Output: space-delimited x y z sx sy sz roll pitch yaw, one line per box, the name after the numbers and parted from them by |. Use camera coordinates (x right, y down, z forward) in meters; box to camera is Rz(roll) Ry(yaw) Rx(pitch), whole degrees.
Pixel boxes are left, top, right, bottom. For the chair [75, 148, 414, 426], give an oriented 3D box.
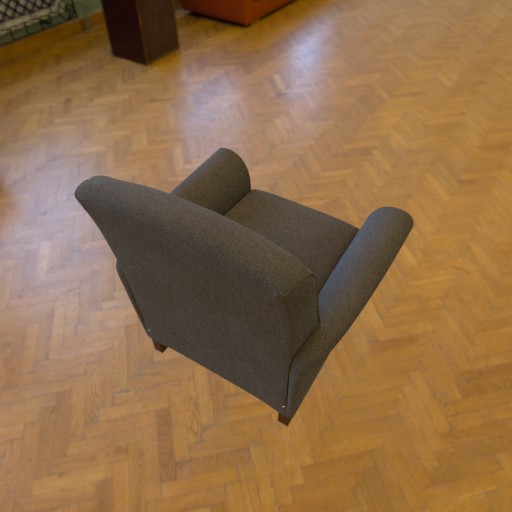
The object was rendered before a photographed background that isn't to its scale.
0.000 0.000 1.773 0.978 1.061 0.905 24 51 21 | chair
